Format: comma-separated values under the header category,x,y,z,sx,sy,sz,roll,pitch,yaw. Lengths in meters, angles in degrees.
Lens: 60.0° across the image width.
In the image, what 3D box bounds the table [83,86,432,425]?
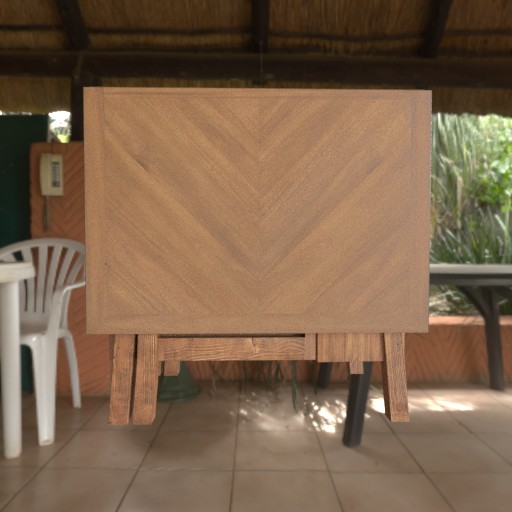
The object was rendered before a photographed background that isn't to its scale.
category,x,y,z,sx,sy,sz,roll,pitch,yaw
table,0.000,0.000,1.585,0.967,0.981,0.701,0,1,-1
